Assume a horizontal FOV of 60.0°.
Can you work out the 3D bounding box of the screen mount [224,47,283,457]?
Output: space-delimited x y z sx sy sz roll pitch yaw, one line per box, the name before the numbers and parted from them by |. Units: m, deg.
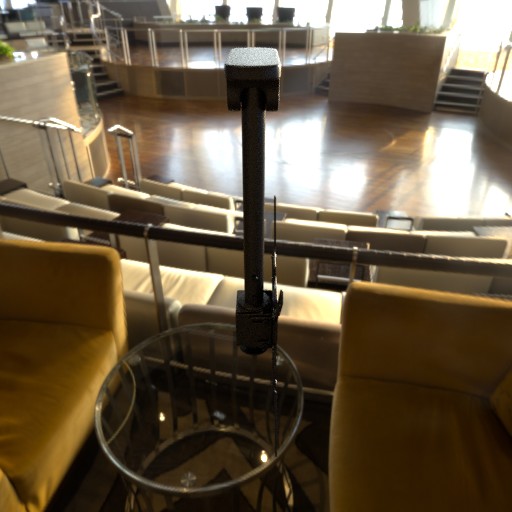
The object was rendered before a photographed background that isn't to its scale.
screen mount | 0.000 0.000 0.878 0.090 0.729 0.393 0 31 0
